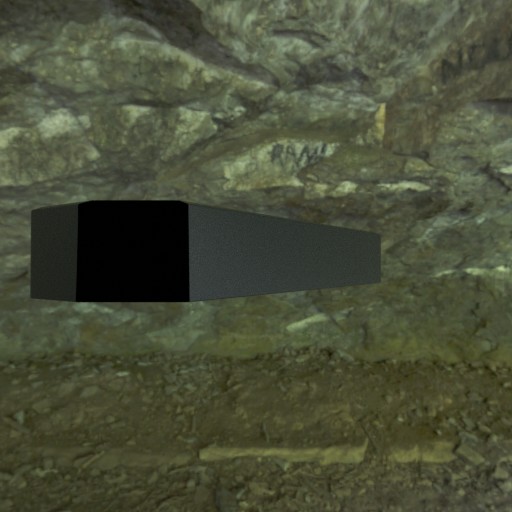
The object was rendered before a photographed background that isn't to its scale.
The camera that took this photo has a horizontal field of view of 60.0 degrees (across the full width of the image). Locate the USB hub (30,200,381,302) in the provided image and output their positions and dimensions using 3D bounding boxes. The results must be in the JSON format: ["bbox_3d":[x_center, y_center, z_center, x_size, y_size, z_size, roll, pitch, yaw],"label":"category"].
[{"bbox_3d":[0.000,0.000,0.160,0.044,0.023,0.145,-1,-1,35],"label":"USB hub"}]
